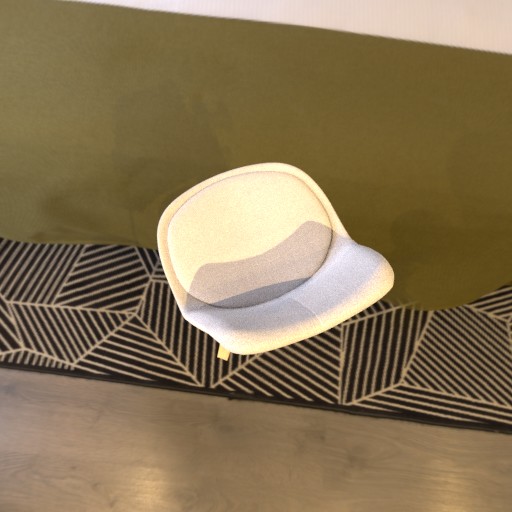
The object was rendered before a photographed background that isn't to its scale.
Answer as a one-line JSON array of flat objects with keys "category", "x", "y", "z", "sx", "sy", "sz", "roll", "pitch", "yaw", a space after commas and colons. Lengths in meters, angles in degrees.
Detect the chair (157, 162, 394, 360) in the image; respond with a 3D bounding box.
[{"category": "chair", "x": 0.000, "y": 0.000, "z": 1.195, "sx": 0.474, "sy": 0.863, "sz": 0.549, "roll": -23, "pitch": 75, "yaw": -7}]
